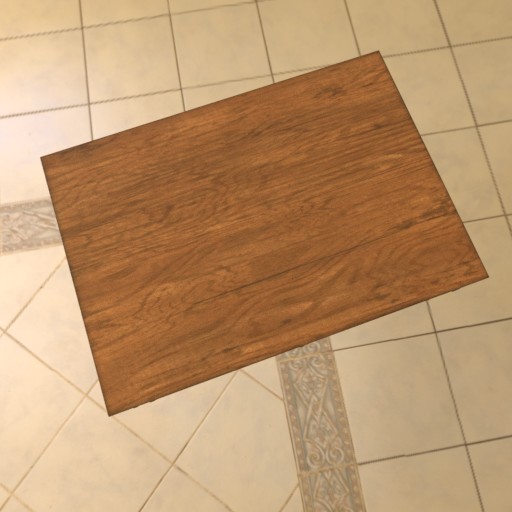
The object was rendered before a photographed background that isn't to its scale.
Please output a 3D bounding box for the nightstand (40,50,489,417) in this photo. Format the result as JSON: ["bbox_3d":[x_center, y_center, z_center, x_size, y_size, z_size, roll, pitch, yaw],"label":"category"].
[{"bbox_3d":[0.000,0.000,1.007,0.610,0.610,0.446,-19,77,-4],"label":"nightstand"}]
